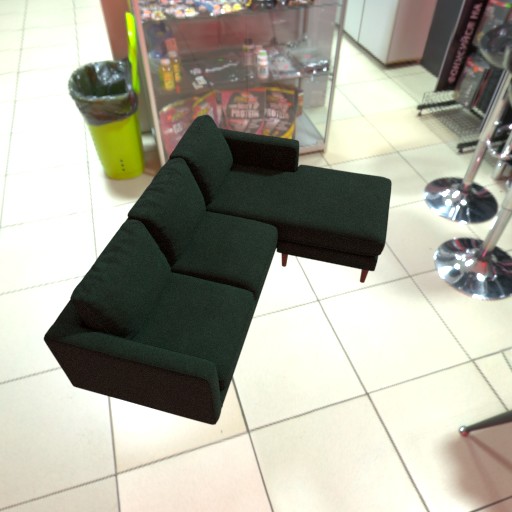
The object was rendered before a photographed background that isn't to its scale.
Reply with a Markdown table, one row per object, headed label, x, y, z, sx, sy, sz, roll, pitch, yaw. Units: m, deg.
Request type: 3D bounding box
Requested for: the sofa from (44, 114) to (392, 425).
| label | x | y | z | sx | sy | sz | roll | pitch | yaw |
| --- | --- | --- | --- | --- | --- | --- | --- | --- | --- |
| sofa | 0.000 | 0.000 | 2.824 | 1.580 | 0.899 | 2.030 | 11 | 48 | 10 |
